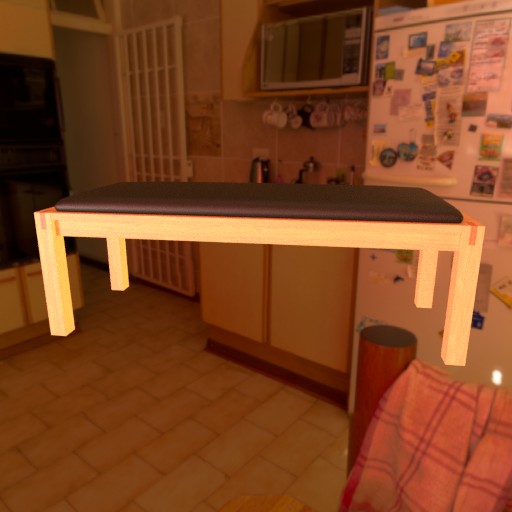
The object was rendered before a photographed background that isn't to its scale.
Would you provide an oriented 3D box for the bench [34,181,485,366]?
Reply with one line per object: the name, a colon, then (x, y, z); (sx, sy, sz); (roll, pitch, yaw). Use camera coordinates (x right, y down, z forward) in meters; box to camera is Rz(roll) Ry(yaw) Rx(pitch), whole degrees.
bench: (0.000, 0.000, 1.425); (1.202, 0.430, 0.450); (2, 16, 9)
